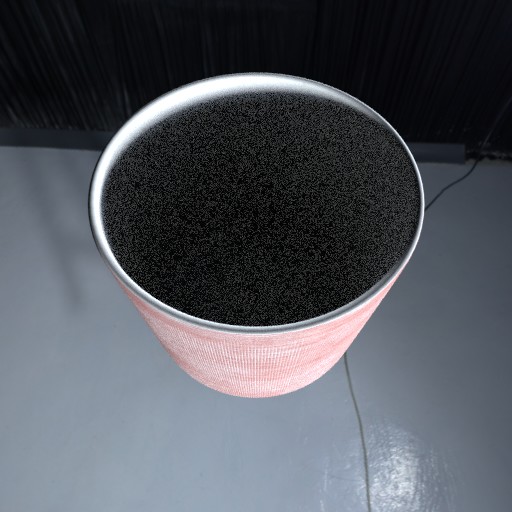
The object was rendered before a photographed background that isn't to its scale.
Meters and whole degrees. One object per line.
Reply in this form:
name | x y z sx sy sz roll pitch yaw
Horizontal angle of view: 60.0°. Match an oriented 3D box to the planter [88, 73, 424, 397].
planter | 0.000 0.000 0.758 0.440 0.398 0.440 0 59 0
